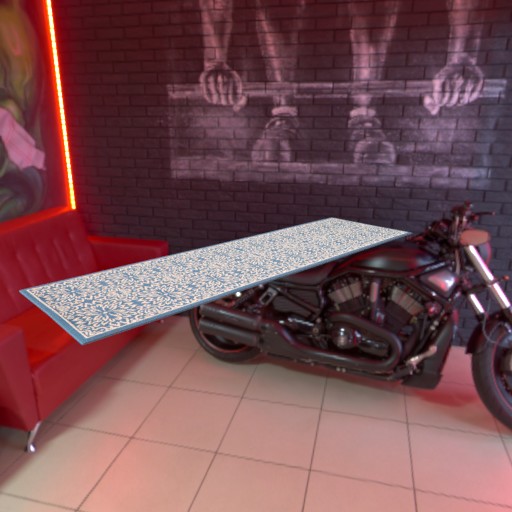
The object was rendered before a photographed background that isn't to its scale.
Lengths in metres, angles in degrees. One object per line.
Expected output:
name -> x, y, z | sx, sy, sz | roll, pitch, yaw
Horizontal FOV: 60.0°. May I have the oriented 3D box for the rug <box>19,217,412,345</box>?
rug -> 0.000, 0.000, 2.407 | 2.196, 0.011, 0.662 | -15, 23, -41
